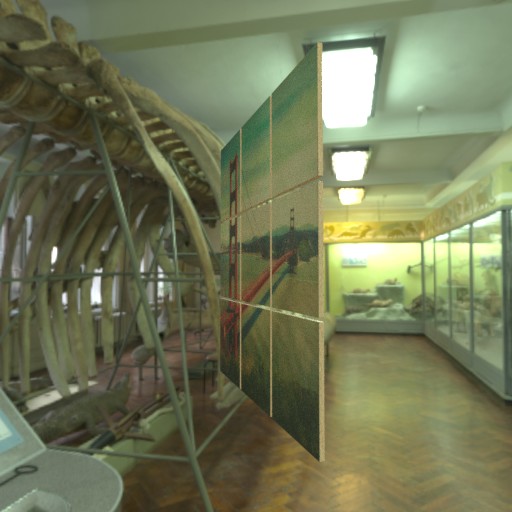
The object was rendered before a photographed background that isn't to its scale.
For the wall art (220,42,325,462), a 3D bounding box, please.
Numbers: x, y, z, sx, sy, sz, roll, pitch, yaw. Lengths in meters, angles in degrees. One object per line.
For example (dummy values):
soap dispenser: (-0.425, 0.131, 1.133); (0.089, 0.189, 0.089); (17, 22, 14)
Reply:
wall art: (0.000, 0.000, 1.853); (0.016, 1.207, 1.217); (1, -2, -18)
